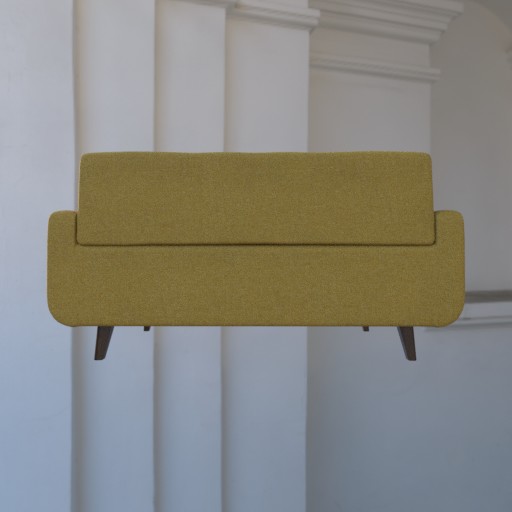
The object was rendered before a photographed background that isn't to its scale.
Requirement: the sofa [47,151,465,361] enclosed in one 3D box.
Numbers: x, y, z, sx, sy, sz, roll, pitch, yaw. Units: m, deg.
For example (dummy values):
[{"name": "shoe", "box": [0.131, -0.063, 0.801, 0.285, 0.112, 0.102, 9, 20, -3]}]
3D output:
[{"name": "sofa", "box": [0.000, 0.000, 2.165, 1.631, 0.841, 0.909, 0, -1, 0]}]
